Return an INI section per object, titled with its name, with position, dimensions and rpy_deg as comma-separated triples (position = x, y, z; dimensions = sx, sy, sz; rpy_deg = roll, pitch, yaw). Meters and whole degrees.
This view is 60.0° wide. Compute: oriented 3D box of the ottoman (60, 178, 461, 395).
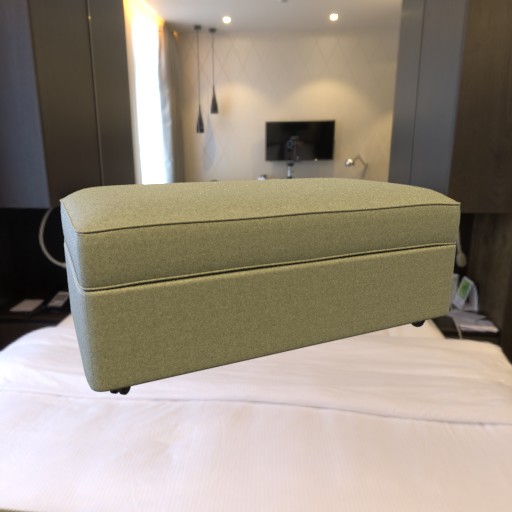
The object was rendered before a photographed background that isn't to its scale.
[ottoman]
position = 0.000, 0.000, 1.510
dimensions = 1.173, 0.494, 0.681
rpy_deg = -7, 15, -25
